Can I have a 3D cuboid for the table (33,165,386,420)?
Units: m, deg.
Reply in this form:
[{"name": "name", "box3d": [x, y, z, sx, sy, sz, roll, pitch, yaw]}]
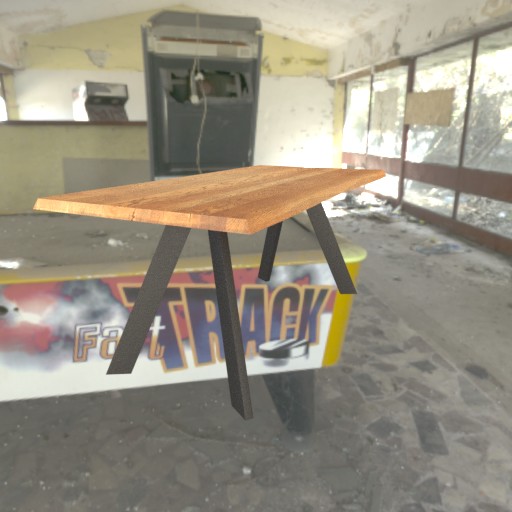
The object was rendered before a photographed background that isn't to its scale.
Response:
[{"name": "table", "box3d": [0.000, 0.000, 2.277, 0.900, 0.770, 1.800, 8, 18, 26]}]
